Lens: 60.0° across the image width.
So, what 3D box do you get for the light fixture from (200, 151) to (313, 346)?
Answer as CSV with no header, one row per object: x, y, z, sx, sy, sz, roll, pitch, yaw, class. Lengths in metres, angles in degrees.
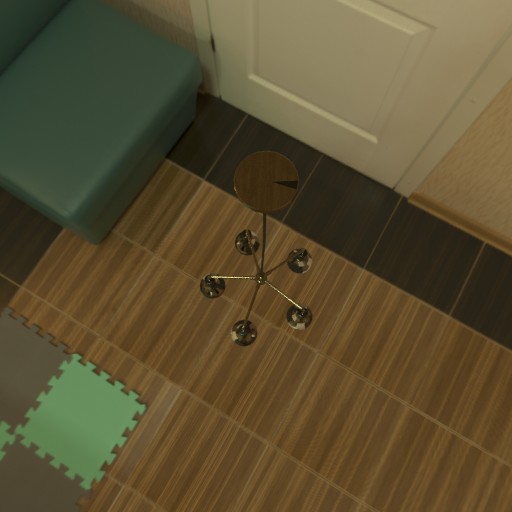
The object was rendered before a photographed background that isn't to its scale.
0.000,0.000,1.227,0.421,0.988,0.438,1,75,0,light fixture
